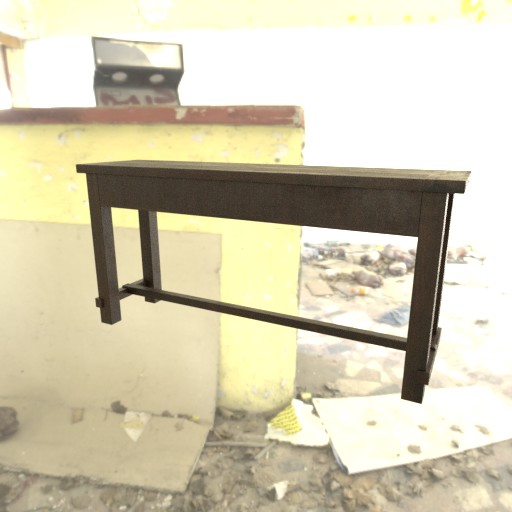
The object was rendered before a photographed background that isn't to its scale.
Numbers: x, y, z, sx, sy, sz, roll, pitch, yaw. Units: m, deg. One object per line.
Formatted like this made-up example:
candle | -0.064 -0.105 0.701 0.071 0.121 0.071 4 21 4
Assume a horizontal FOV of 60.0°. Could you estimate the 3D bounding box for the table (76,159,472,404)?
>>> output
table | 0.000 0.000 1.926 1.599 0.762 0.442 8 17 26
